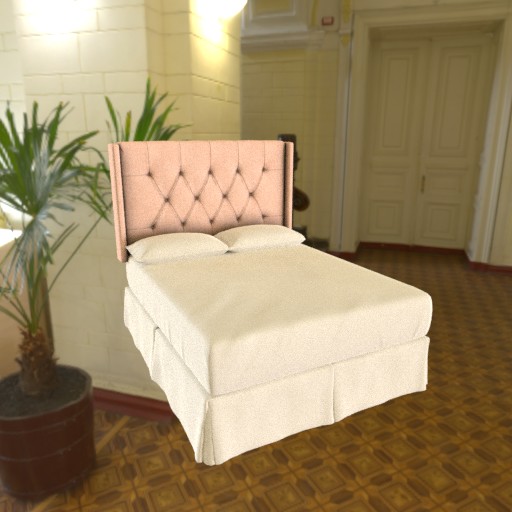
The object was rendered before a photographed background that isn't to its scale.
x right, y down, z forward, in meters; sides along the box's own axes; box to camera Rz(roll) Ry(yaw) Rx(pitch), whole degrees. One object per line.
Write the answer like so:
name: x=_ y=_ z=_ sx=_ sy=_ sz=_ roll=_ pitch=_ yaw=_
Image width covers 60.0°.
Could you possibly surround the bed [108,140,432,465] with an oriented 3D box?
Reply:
bed: x=0.000 y=0.000 z=3.348 sx=1.719 sy=1.665 sz=2.066 roll=-8 pitch=17 yaw=-27
